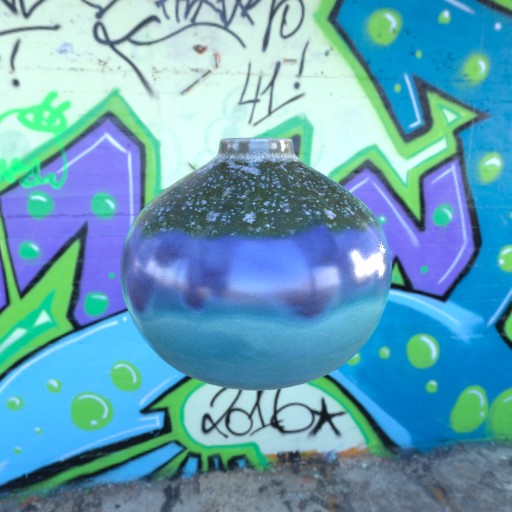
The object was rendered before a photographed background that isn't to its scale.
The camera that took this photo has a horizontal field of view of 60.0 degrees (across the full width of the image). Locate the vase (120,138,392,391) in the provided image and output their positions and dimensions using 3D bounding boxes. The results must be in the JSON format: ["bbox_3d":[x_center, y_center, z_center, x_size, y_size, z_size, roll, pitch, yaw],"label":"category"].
[{"bbox_3d":[0.000,0.000,0.260,0.154,0.133,0.154,0,13,0],"label":"vase"}]
